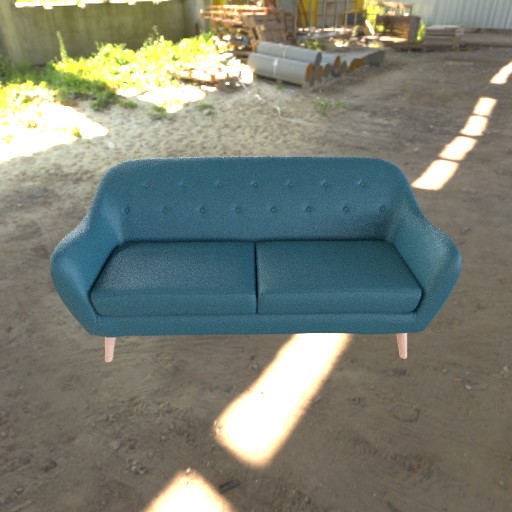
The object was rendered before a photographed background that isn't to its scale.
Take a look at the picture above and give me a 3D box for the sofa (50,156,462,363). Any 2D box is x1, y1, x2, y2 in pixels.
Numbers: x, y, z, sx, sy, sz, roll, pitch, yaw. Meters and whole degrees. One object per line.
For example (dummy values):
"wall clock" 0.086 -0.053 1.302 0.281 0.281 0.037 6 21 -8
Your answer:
"sofa" 0.000 0.000 2.348 1.840 0.836 0.820 -1 31 -1
